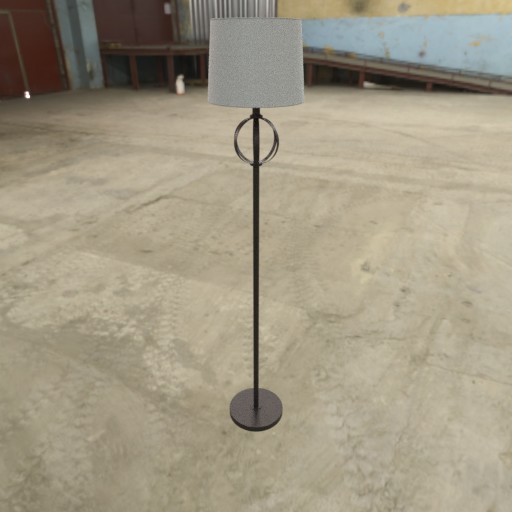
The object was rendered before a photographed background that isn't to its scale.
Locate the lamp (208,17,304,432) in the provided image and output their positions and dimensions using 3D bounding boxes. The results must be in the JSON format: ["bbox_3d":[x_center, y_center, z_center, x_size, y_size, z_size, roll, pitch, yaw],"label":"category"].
[{"bbox_3d":[0.000,0.000,1.551,0.286,1.462,0.286,-17,31,-30],"label":"lamp"}]
